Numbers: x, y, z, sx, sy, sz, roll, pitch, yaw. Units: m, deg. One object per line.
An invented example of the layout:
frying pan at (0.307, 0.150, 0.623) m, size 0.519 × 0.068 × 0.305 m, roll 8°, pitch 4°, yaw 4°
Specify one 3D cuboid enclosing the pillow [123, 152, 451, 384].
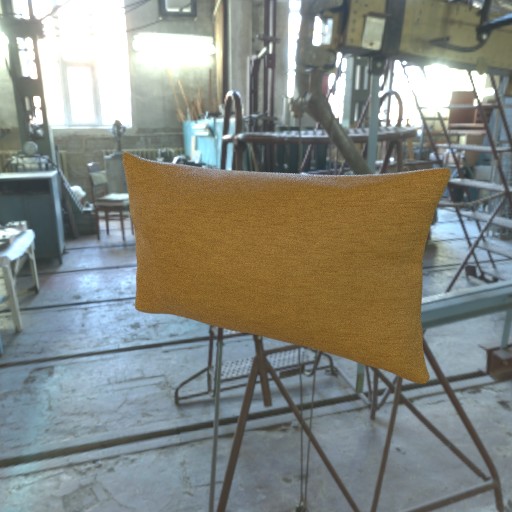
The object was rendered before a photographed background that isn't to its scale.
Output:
pillow at (0.000, 0.000, 0.813) m, size 0.634 × 0.354 × 0.210 m, roll 9°, pitch 19°, yaw 27°
